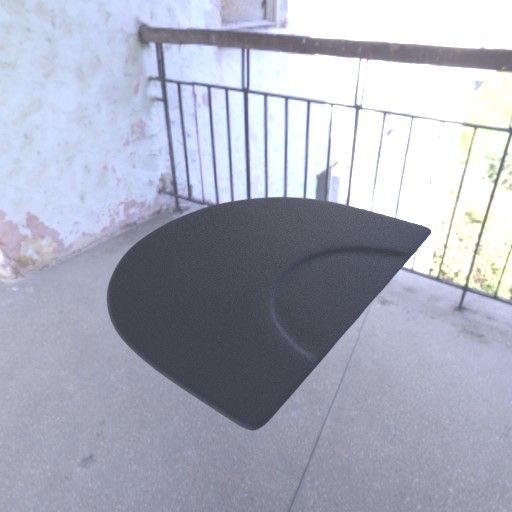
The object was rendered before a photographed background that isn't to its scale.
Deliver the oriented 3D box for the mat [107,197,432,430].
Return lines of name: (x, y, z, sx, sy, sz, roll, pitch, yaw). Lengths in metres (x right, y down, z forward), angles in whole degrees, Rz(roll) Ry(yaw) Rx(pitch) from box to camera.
mat: (0.000, 0.000, 1.634, 0.917, 0.016, 1.220, 22, 38, 31)
